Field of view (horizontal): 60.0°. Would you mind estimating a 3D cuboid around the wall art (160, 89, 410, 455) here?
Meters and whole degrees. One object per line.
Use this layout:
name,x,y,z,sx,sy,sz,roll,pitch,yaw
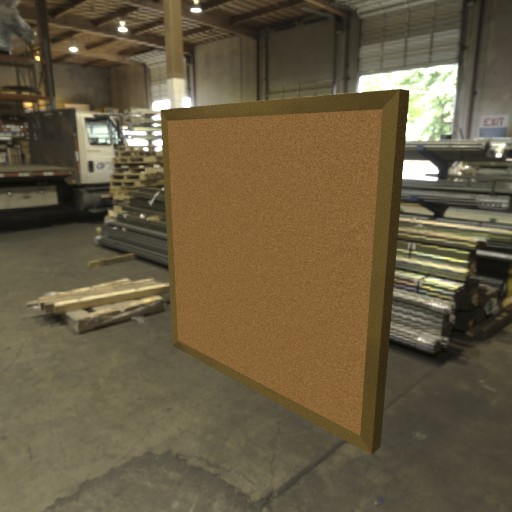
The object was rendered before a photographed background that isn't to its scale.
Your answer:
wall art,0.000,0.000,1.158,0.038,0.762,0.762,-14,20,-43
